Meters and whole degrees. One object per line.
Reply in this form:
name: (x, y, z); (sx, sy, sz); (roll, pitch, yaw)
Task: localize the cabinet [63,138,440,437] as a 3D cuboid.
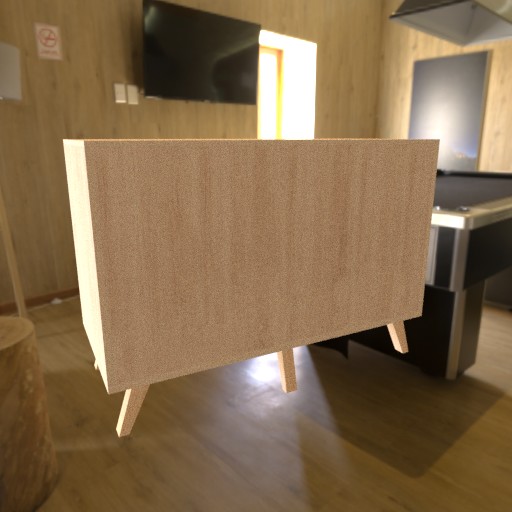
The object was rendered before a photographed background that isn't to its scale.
cabinet: (0.000, 0.000, 1.532); (1.110, 0.780, 0.500); (-8, 17, -27)
